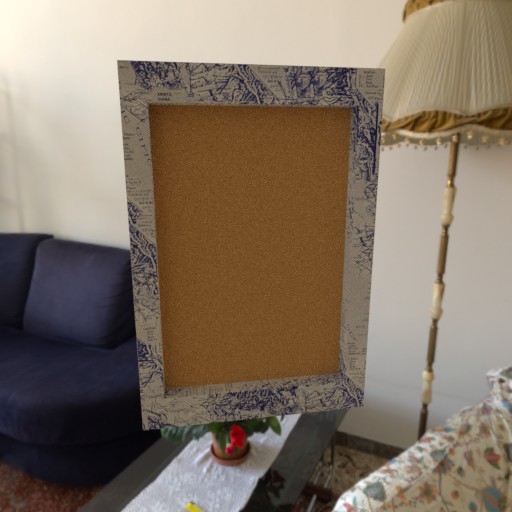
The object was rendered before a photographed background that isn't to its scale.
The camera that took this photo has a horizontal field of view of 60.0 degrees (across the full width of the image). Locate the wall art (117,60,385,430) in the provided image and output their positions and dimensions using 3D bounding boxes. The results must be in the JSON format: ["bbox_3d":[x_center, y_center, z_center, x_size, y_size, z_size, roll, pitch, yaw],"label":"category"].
[{"bbox_3d":[0.000,0.000,0.755,0.408,0.601,0.040,-2,14,-10],"label":"wall art"}]
